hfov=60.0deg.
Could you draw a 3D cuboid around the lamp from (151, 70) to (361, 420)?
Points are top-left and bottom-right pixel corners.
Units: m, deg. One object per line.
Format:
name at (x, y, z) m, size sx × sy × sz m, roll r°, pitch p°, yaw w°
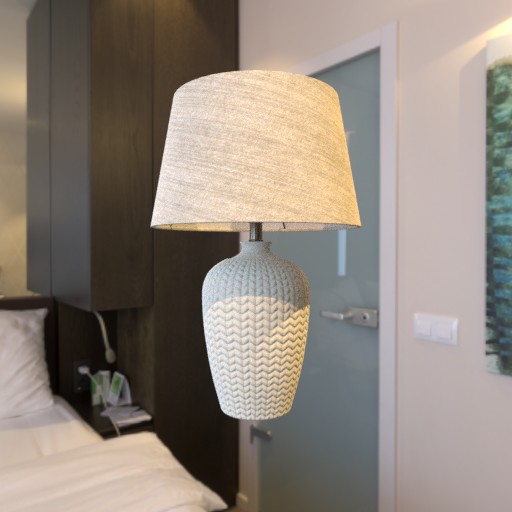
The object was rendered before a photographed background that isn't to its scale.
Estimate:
lamp at (0.000, 0.000, 0.844) m, size 0.390 × 0.580 × 0.390 m, roll 0°, pitch 1°, yaw 0°
